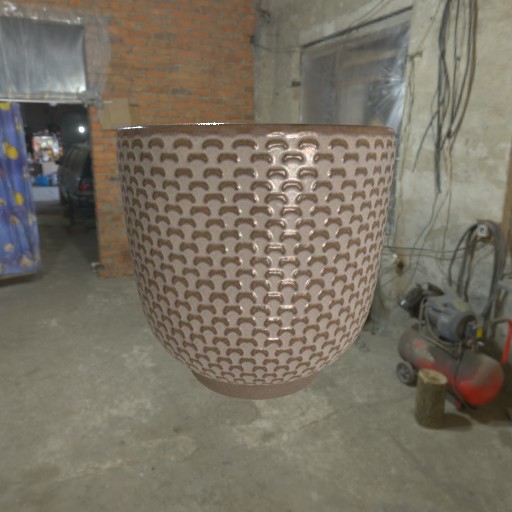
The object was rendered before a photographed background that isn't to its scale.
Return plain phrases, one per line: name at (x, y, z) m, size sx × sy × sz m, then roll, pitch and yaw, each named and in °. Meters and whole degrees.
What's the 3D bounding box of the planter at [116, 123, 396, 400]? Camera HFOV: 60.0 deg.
planter at (0.000, 0.000, 0.346) m, size 0.197 × 0.191 × 0.197 m, roll 0°, pitch 14°, yaw 0°
